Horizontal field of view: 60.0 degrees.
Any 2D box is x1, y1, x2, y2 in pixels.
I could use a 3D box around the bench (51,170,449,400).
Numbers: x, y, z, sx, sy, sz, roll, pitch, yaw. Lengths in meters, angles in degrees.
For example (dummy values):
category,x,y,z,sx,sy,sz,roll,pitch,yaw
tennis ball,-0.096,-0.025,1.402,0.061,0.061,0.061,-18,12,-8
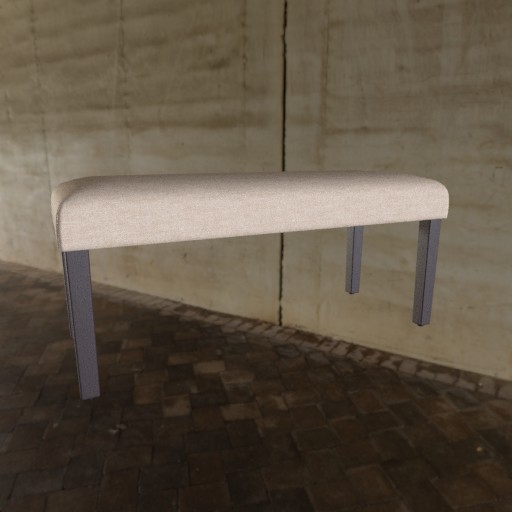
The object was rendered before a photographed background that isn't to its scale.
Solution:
category,x,y,z,sx,sy,sz,roll,pitch,yaw
bench,0.000,0.000,1.244,1.013,0.456,0.407,-6,15,-25
